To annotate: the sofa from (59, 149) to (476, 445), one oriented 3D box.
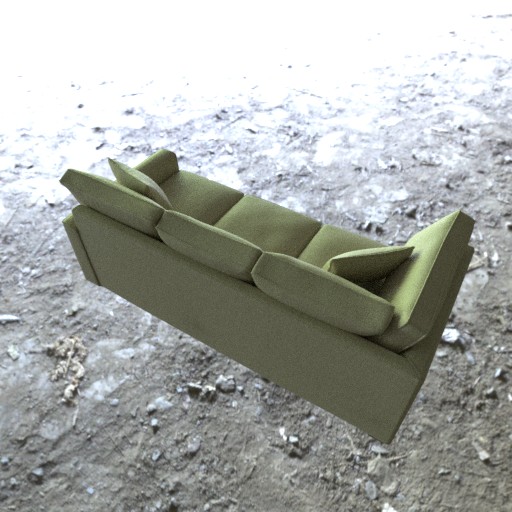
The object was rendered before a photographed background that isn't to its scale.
[{"bbox_3d":[0.000,0.000,2.830,2.323,0.948,1.053,24,50,22],"label":"sofa"}]
